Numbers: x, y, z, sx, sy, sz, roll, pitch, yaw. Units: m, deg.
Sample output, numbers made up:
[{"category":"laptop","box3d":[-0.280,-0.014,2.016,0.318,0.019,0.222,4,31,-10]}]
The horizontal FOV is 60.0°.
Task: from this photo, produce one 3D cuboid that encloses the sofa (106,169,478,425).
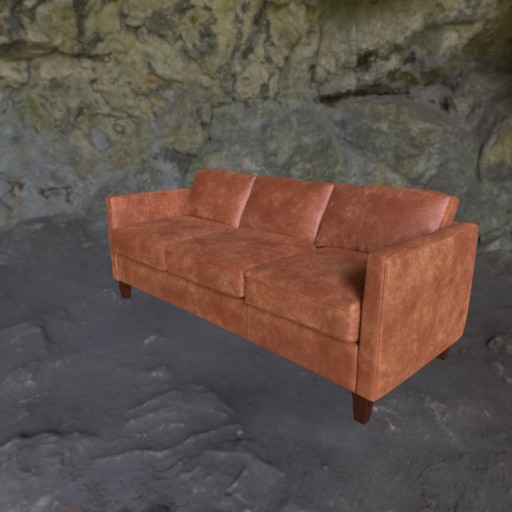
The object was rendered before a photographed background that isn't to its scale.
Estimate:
[{"category":"sofa","box3d":[0.000,0.000,2.984,1.045,1.006,2.464,-15,21,-42]}]
